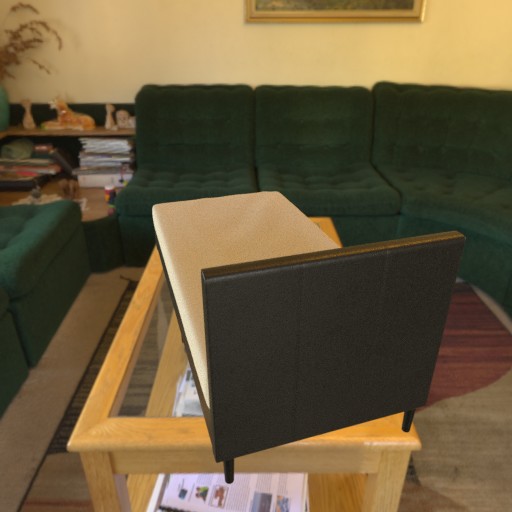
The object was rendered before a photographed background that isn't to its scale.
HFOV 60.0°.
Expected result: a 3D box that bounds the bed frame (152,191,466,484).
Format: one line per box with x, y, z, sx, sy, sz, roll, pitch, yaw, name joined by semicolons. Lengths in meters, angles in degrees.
0.000;0.000;2.525;1.038;1.046;2.152;-8;29;-16;bed frame
